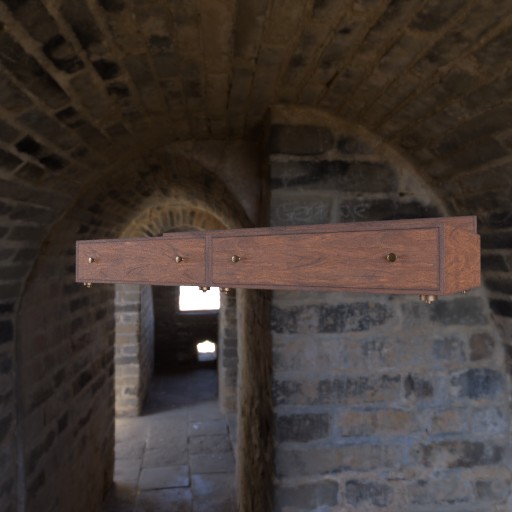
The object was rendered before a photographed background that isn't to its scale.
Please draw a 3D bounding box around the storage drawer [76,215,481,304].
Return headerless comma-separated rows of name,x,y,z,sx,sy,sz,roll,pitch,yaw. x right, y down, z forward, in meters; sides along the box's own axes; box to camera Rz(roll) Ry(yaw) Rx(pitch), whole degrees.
storage drawer,0.000,0.000,2.213,1.914,0.339,0.774,-1,-1,34
